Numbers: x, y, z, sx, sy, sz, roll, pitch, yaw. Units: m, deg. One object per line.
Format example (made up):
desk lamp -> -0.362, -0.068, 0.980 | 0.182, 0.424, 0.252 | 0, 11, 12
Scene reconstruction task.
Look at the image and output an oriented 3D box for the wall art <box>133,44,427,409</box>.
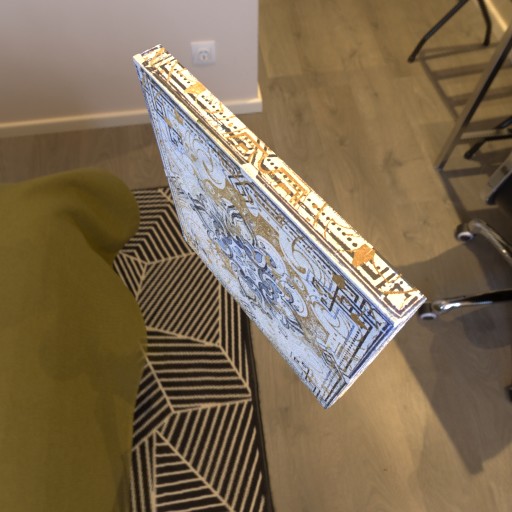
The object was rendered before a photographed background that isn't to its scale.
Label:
wall art -> 0.000, 0.000, 0.618 | 0.038, 0.410, 0.411 | -35, 67, -17
